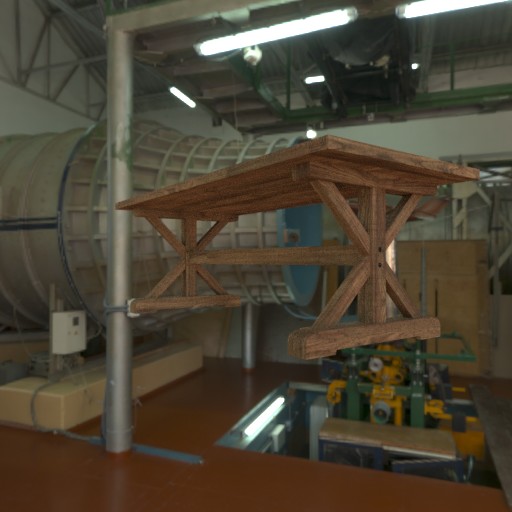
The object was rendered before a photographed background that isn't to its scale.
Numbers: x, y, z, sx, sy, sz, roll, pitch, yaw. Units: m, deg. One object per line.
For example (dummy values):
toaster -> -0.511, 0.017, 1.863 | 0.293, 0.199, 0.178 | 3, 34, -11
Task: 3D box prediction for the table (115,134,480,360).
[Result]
table -> 0.000, 0.000, 2.460 | 0.907, 0.733, 2.031 | 0, -1, -36
